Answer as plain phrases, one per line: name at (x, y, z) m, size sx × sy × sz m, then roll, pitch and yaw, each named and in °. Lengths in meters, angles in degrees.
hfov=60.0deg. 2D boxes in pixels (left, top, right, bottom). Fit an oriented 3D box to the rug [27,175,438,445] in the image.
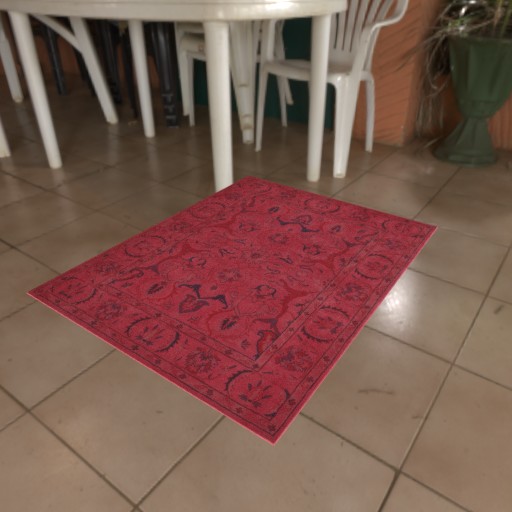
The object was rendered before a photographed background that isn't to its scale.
rug at (0.000, 0.000, 3.893) m, size 2.300 × 0.012 × 2.929 m, roll 21°, pitch 38°, yaw 29°
